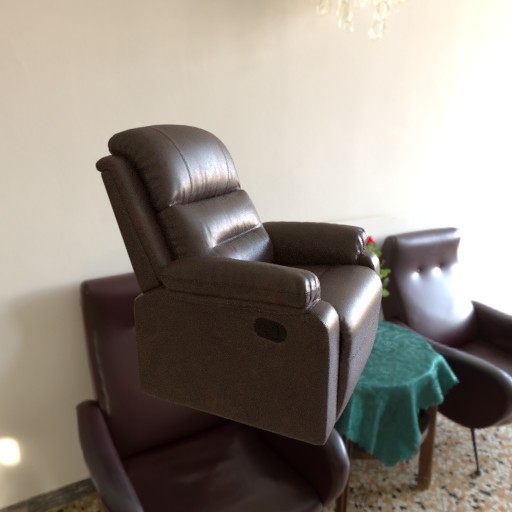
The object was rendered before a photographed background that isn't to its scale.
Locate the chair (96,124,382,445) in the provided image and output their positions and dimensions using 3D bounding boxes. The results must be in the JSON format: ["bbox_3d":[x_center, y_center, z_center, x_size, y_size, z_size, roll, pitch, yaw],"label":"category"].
[{"bbox_3d":[0.000,0.000,1.732,0.919,0.992,0.855,7,17,24],"label":"chair"}]
